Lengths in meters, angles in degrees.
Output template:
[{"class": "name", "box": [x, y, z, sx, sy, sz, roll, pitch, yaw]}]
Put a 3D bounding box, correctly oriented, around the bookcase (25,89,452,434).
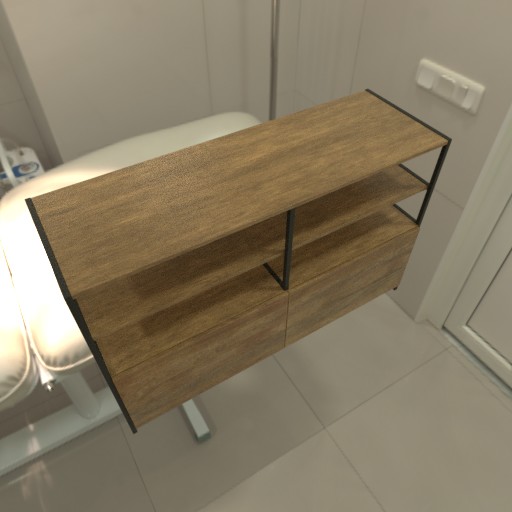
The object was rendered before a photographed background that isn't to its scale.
[{"class": "bookcase", "box": [0.000, 0.000, 1.482, 1.149, 0.712, 0.391, -24, 51, -21]}]
